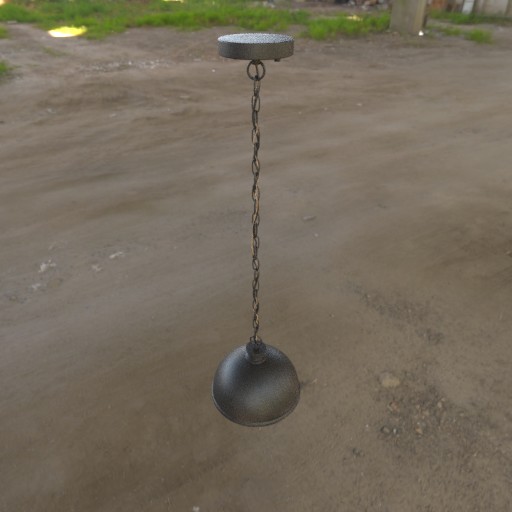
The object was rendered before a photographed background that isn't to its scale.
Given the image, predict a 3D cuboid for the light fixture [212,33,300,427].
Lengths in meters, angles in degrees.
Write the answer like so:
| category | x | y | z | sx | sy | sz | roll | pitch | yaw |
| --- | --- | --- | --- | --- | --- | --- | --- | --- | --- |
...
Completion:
| category | x | y | z | sx | sy | sz | roll | pitch | yaw |
| --- | --- | --- | --- | --- | --- | --- | --- | --- | --- |
| light fixture | 0.000 | 0.000 | 1.227 | 0.304 | 1.090 | 0.304 | 10 | 34 | 15 |
